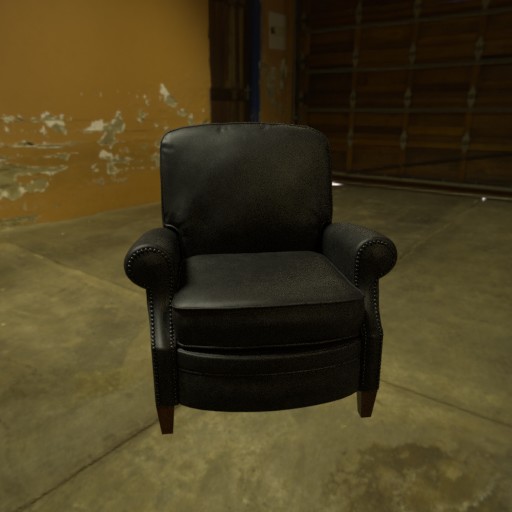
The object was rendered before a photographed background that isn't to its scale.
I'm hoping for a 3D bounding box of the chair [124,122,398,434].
[{"bbox_3d":[0.000,0.000,1.765,0.936,1.018,0.986,-2,17,-7],"label":"chair"}]
